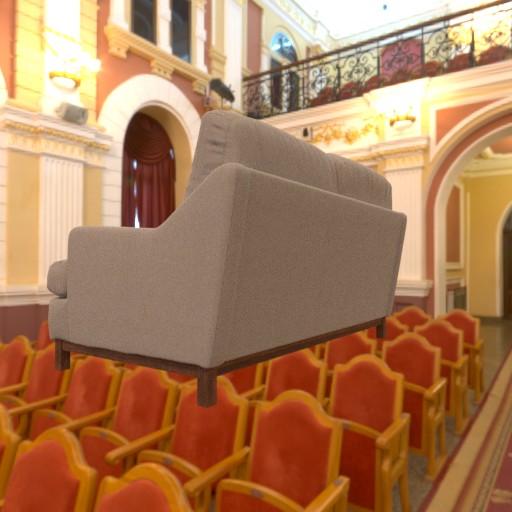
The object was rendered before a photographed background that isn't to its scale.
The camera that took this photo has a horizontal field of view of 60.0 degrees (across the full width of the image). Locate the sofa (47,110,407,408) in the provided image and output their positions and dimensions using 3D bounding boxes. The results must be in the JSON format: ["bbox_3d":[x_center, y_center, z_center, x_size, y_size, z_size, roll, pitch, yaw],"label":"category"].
[{"bbox_3d":[0.000,0.000,2.137,0.987,0.921,1.589,-1,-1,36],"label":"sofa"}]
